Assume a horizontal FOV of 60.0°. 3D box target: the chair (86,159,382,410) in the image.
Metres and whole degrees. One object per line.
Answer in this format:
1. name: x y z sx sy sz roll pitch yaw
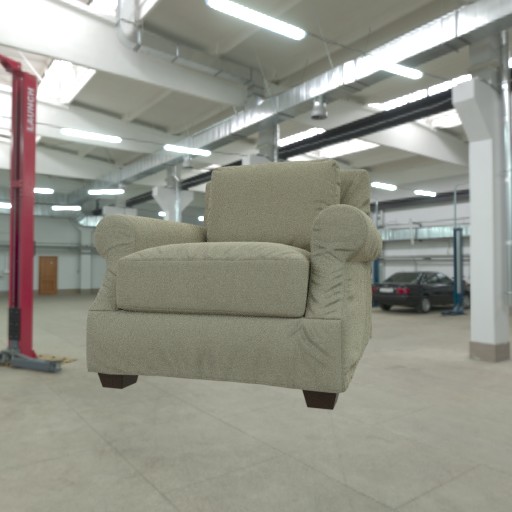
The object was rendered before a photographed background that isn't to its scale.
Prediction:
1. chair: 0.000 0.000 1.764 0.940 0.866 1.066 -1 -2 18
